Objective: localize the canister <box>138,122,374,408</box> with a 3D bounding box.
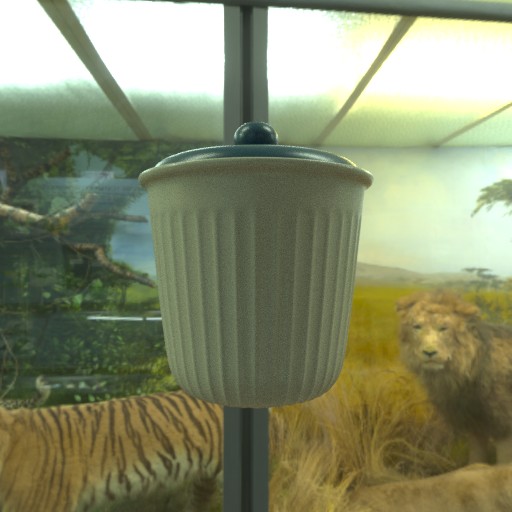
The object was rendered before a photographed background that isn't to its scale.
[{"bbox_3d":[0.000,0.000,0.353,0.181,0.211,0.181,0,0,0],"label":"canister"}]
